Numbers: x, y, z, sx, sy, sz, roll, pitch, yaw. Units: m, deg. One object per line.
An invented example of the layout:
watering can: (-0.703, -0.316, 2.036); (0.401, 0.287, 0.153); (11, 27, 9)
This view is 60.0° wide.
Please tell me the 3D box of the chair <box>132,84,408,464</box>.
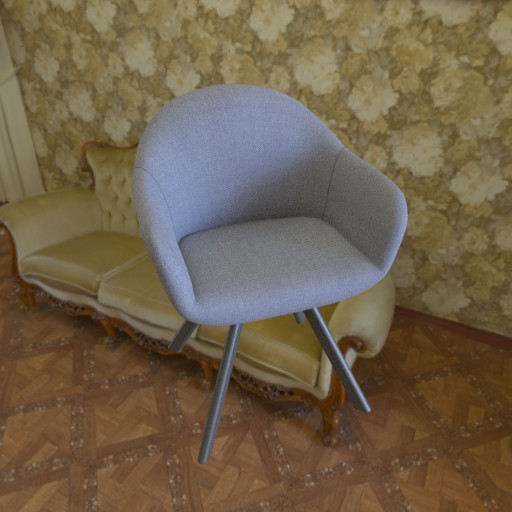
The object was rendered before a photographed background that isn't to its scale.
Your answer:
chair: (0.000, 0.000, 1.184); (0.590, 0.795, 0.550); (-10, 32, -17)
